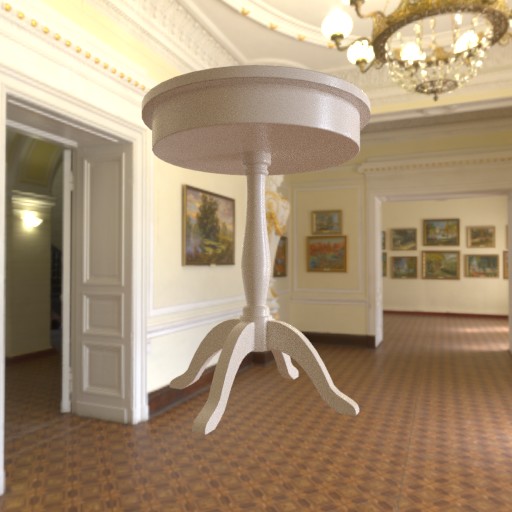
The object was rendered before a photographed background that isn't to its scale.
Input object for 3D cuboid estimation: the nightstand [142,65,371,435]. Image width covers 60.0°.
[{"bbox_3d":[0.000,0.000,1.018,0.513,0.653,0.513,-1,-1,36],"label":"nightstand"}]
